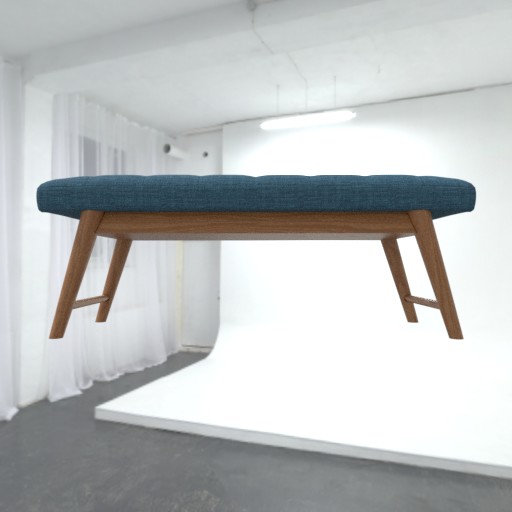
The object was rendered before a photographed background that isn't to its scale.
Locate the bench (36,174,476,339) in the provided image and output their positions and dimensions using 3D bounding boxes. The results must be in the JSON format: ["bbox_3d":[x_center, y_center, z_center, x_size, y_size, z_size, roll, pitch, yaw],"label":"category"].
[{"bbox_3d":[0.000,0.000,1.315,1.118,0.432,0.406,0,-1,0],"label":"bench"}]
